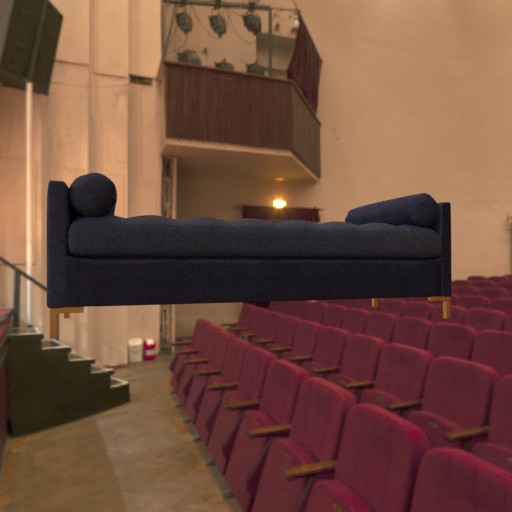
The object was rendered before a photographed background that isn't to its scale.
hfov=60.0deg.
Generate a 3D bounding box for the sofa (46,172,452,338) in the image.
[{"bbox_3d":[0.000,0.000,2.514,2.102,0.705,0.796,0,-1,-19],"label":"sofa"}]
